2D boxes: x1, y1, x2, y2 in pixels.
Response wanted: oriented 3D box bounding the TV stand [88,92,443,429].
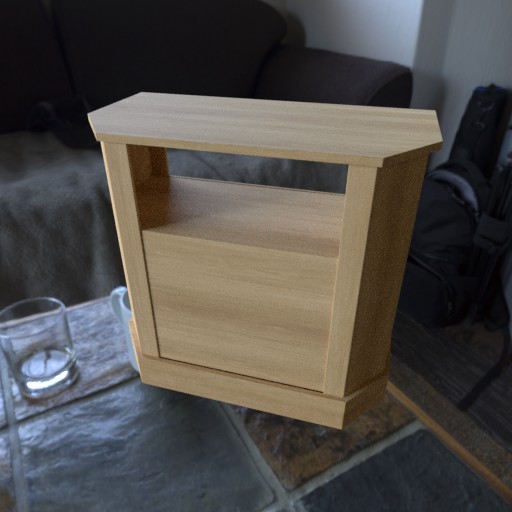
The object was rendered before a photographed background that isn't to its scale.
[{"bbox_3d":[0.000,0.000,1.282,0.851,0.781,0.425,8,32,14],"label":"TV stand"}]
